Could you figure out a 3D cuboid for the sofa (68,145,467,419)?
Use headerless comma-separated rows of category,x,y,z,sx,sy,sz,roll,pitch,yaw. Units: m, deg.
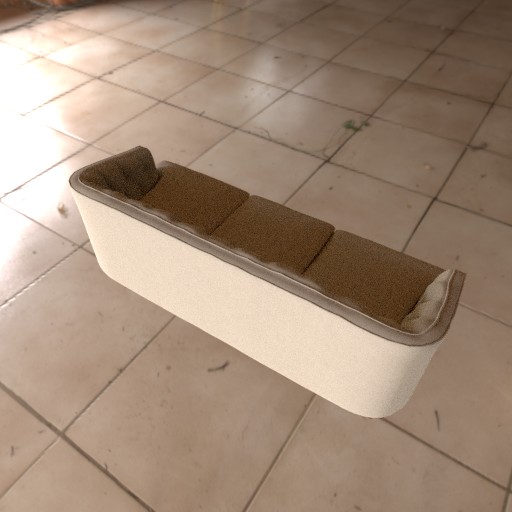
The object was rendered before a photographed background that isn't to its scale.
sofa,0.000,0.000,2.722,2.278,0.855,0.941,25,51,22
